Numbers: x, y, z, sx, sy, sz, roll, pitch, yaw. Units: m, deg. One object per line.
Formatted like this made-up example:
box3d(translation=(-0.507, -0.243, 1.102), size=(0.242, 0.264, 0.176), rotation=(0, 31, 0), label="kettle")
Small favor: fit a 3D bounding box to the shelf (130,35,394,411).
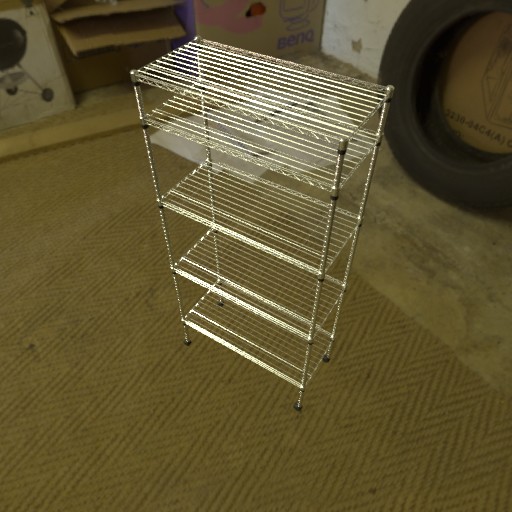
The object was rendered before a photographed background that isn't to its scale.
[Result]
box3d(translation=(0.000, 0.000, 1.932), size=(0.762, 1.587, 0.356), rotation=(25, 51, 22), label="shelf")
